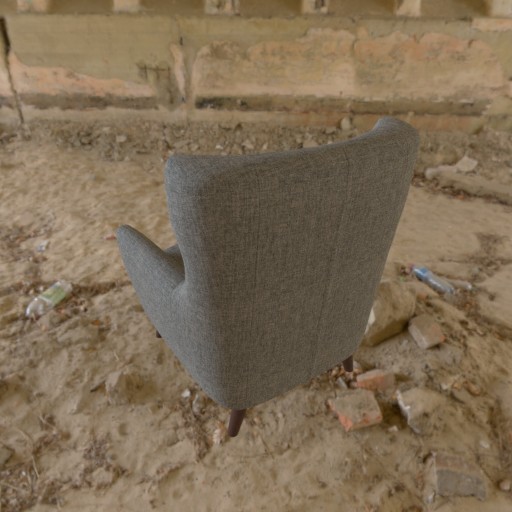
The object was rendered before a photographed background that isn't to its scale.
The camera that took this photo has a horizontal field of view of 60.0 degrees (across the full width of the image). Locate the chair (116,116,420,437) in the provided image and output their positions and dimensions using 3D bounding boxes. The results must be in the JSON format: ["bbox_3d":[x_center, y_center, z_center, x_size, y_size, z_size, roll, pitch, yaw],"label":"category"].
[{"bbox_3d":[0.000,0.000,1.752,0.878,1.063,0.904,-18,34,-29],"label":"chair"}]
